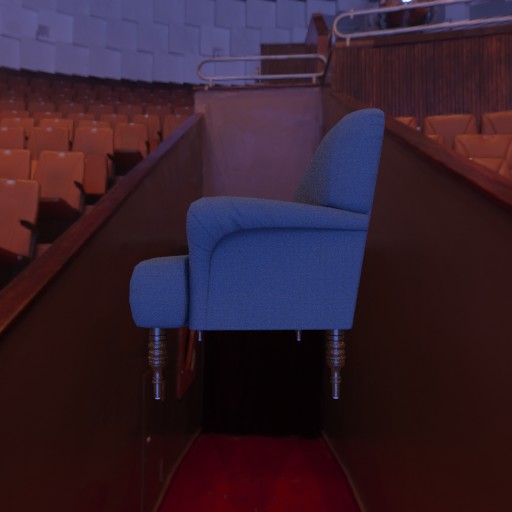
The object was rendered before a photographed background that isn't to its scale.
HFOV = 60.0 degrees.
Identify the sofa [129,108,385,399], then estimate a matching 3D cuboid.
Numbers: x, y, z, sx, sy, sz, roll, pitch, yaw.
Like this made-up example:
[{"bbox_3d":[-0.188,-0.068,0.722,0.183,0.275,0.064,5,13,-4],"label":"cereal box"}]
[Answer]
[{"bbox_3d":[0.000,0.000,1.893,0.779,0.889,1.297,0,-2,0],"label":"sofa"}]
